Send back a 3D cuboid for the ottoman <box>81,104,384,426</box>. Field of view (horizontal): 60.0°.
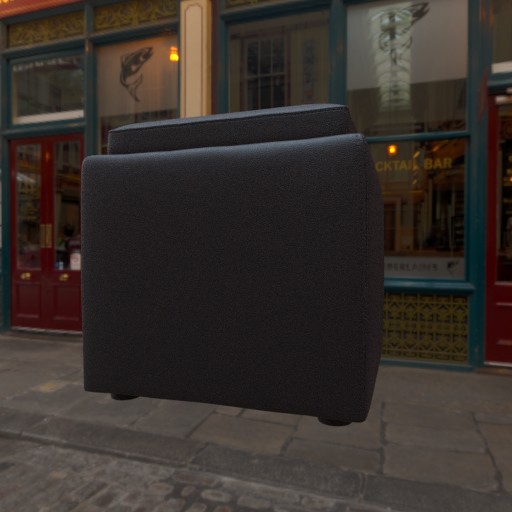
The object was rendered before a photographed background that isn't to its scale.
[{"bbox_3d":[0.000,0.000,0.832,0.451,0.460,0.450,0,0,18],"label":"ottoman"}]
